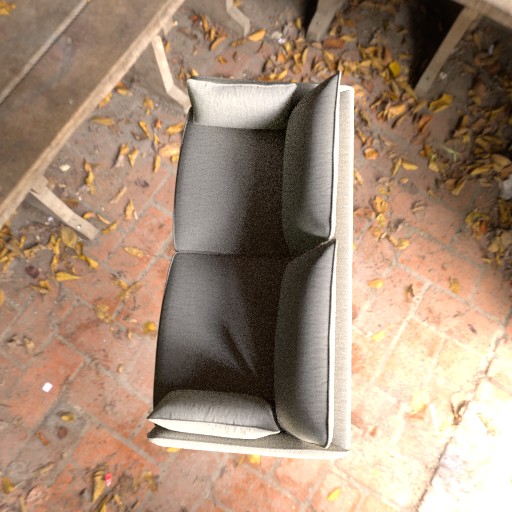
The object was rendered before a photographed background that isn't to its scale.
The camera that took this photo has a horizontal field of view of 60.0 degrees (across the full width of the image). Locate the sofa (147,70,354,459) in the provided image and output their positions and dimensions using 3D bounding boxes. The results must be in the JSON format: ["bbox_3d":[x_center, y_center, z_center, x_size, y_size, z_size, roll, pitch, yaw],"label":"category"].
[{"bbox_3d":[0.000,0.000,2.443,0.991,0.860,1.989,4,76,1],"label":"sofa"}]
